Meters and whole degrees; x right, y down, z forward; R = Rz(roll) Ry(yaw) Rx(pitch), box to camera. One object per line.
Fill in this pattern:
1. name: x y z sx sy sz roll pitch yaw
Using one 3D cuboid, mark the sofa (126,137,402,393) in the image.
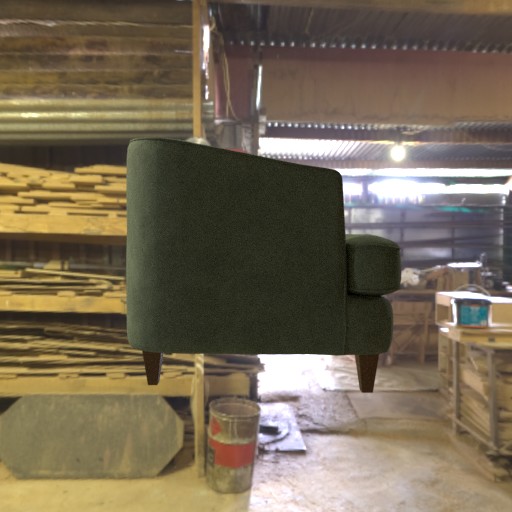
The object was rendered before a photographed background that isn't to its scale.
1. sofa: 0.000 0.000 2.215 0.941 0.855 1.733 0 1 0
